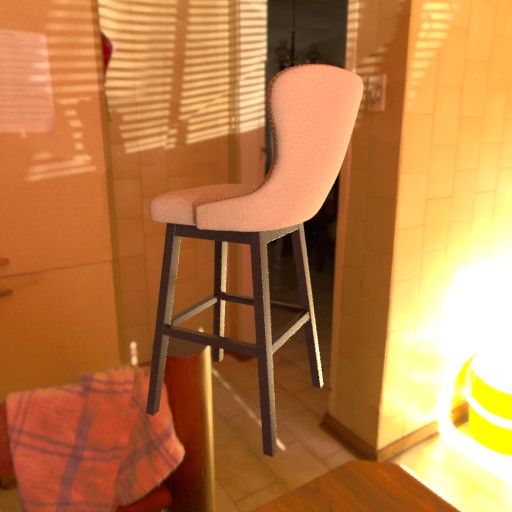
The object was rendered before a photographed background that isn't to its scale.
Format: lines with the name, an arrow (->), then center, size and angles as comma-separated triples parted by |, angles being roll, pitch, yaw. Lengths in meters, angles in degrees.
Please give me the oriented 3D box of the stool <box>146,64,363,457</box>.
stool -> 0.000, 0.000, 1.421 | 0.605, 1.066, 0.528 | 7, 16, 26
